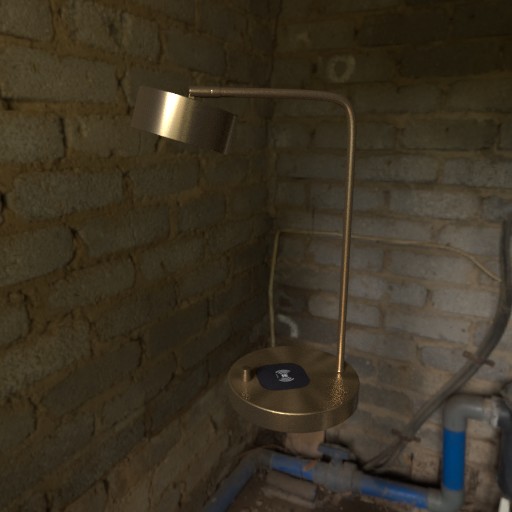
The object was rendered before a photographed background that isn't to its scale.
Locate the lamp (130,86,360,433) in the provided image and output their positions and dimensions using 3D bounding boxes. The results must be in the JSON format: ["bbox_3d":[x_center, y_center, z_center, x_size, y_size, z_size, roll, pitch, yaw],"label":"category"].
[{"bbox_3d":[0.000,0.000,0.531,0.270,0.380,0.171,-3,15,-10],"label":"lamp"}]
